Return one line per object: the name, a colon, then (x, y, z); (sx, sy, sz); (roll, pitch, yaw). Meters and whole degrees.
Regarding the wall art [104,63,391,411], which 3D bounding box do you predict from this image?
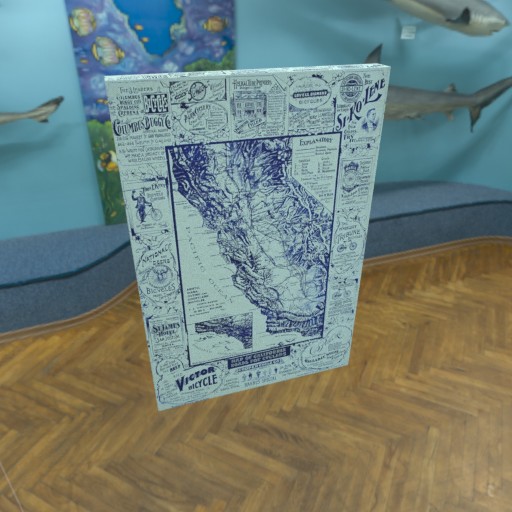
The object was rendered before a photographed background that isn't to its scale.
wall art: (0.000, 0.000, 0.483); (0.255, 0.376, 0.025); (-9, 32, -15)
